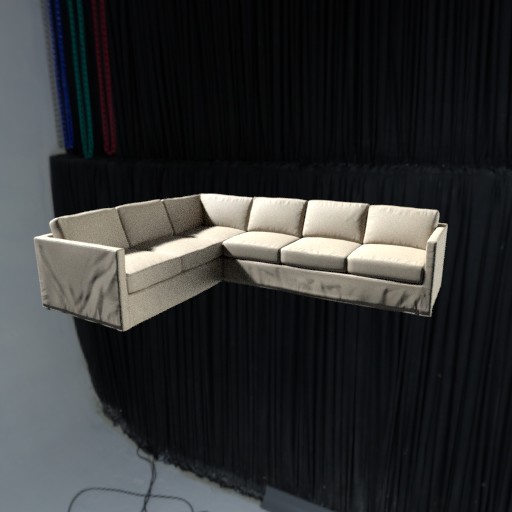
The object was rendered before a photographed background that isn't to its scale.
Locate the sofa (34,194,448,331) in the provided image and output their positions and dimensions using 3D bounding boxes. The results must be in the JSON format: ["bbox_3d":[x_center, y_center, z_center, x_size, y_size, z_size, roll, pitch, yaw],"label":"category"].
[{"bbox_3d":[0.000,0.000,4.280,3.182,0.871,2.432,8,17,27],"label":"sofa"}]
